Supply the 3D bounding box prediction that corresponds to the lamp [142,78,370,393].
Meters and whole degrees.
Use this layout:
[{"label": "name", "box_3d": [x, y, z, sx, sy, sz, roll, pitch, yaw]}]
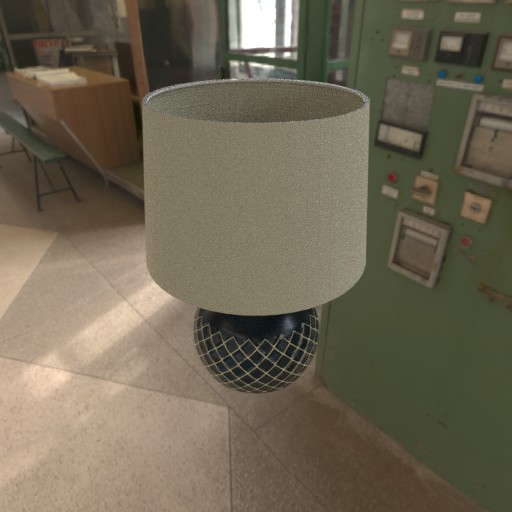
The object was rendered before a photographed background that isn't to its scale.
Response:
[{"label": "lamp", "box_3d": [0.000, 0.000, 0.782, 0.376, 0.540, 0.376, 0, 30, 0]}]
